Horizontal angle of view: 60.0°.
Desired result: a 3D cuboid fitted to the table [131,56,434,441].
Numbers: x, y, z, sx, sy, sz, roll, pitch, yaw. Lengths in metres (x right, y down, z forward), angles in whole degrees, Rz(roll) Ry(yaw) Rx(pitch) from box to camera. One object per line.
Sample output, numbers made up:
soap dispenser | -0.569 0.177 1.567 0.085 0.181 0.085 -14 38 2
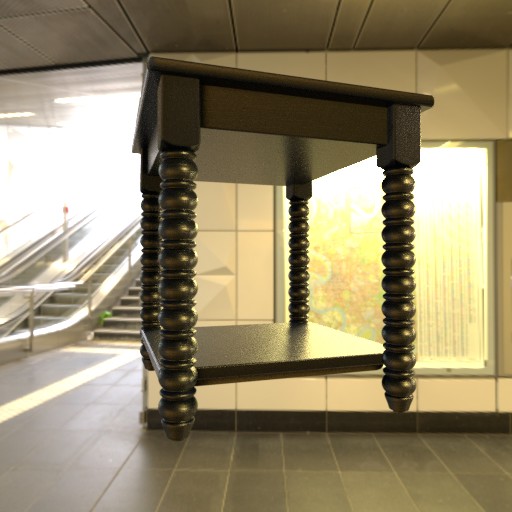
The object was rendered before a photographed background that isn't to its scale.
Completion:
table | 0.000 0.000 0.958 0.500 0.567 0.533 0 -1 -18
